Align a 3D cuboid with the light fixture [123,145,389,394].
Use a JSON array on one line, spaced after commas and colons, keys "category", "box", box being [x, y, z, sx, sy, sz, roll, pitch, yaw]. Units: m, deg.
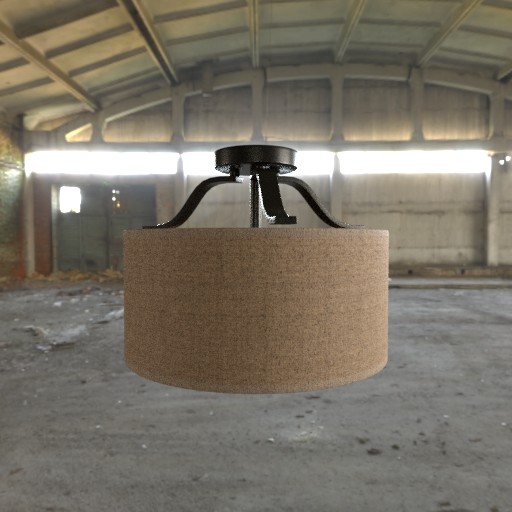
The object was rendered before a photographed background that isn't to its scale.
[{"category": "light fixture", "box": [0.000, 0.000, 0.663, 0.390, 0.306, 0.390, 0, 2, 0]}]
